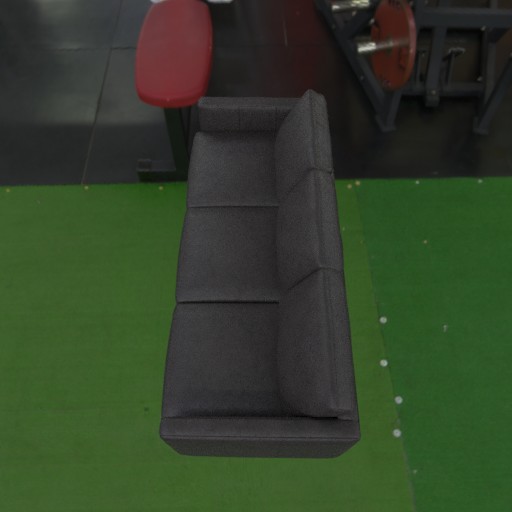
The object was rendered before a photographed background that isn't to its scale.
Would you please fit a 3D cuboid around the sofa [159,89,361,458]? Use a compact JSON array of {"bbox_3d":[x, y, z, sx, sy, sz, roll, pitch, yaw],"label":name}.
[{"bbox_3d":[0.000,0.000,3.011,1.045,1.006,2.464,1,59,0],"label":"sofa"}]
